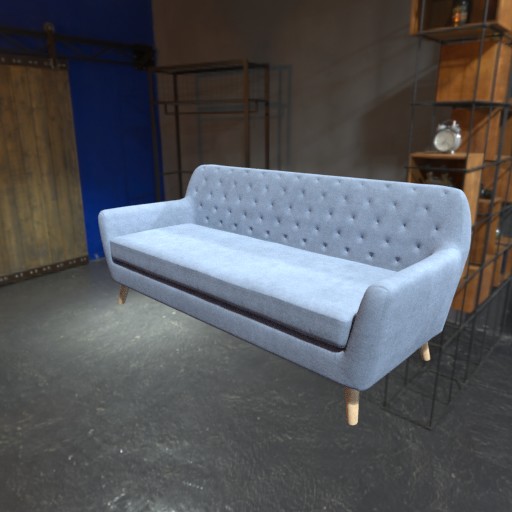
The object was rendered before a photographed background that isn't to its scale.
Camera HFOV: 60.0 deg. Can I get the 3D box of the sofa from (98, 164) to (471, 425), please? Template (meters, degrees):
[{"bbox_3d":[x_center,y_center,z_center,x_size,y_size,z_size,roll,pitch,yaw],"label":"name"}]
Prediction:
[{"bbox_3d":[0.000,0.000,2.399,1.970,0.830,0.830,15,22,41],"label":"sofa"}]
